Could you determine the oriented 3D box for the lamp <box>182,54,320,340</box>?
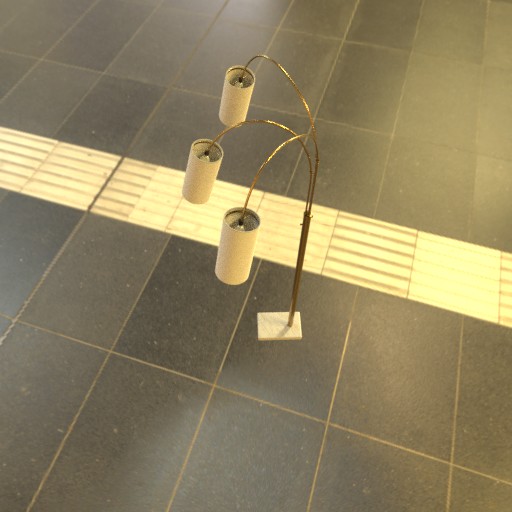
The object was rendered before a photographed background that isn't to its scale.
[{"bbox_3d":[0.000,0.000,2.453,0.667,2.055,1.020,-1,58,-1],"label":"lamp"}]
